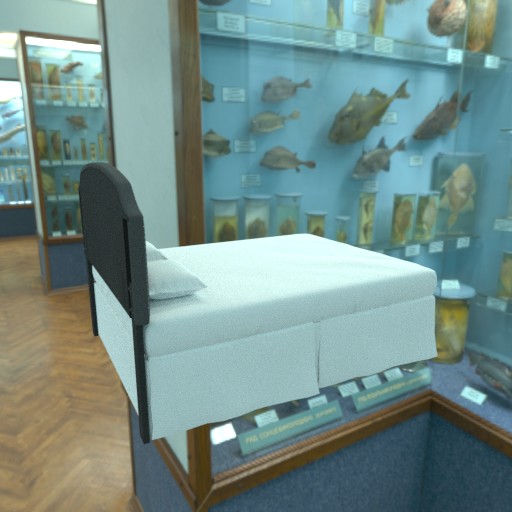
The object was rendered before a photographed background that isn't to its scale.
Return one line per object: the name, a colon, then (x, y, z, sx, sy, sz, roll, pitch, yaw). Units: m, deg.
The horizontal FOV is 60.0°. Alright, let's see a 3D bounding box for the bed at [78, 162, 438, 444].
bed: (0.000, 0.000, 3.000, 1.999, 1.270, 1.558, -7, 16, -28)
